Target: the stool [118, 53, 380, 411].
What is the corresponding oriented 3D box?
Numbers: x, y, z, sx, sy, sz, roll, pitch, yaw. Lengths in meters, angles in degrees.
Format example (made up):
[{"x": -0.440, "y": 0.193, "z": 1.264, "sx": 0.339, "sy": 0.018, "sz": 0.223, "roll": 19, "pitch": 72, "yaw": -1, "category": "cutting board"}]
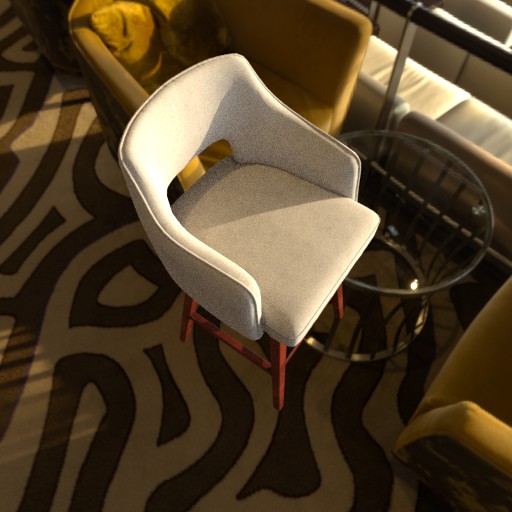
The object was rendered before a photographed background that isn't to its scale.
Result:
[{"x": 0.000, "y": 0.000, "z": 1.372, "sx": 0.558, "sy": 1.012, "sz": 0.548, "roll": 31, "pitch": 63, "yaw": 18, "category": "stool"}]
